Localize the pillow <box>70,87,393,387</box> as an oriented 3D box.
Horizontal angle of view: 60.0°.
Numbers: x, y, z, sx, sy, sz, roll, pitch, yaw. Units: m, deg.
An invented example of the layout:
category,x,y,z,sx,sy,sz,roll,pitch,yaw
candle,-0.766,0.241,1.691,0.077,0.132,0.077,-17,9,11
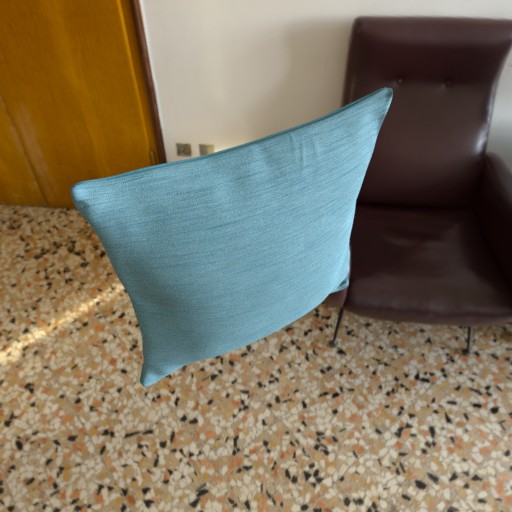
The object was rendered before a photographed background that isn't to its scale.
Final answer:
category,x,y,z,sx,sy,sz,roll,pitch,yaw
pillow,0.000,0.000,0.661,0.433,0.415,0.151,-23,50,-21
